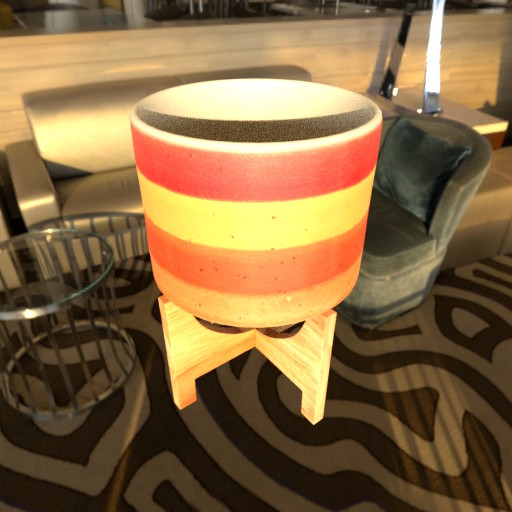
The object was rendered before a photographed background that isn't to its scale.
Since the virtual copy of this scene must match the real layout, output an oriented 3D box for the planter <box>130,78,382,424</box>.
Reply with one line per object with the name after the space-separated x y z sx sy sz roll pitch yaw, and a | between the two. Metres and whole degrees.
0.000 0.000 0.564 0.269 0.379 0.269 0 33 0 | planter
